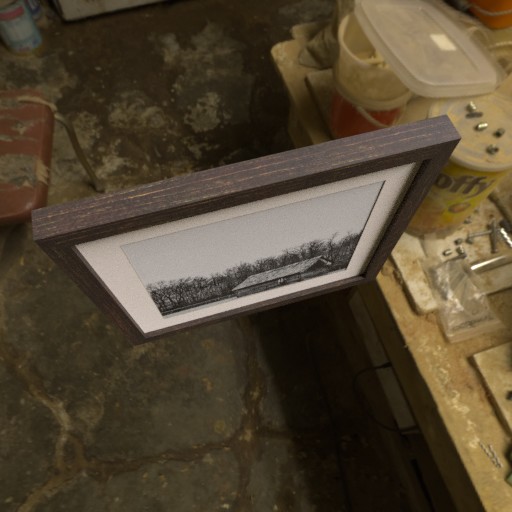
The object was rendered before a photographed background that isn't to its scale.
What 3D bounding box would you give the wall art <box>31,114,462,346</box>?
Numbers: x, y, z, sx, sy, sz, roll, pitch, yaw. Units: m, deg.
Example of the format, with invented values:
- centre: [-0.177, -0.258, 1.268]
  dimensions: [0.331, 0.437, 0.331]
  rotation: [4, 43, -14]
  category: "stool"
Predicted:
- centre: [0.000, 0.000, 0.534]
  dimensions: [0.381, 0.330, 0.031]
  rotation: [-15, 65, -7]
  category: "wall art"
